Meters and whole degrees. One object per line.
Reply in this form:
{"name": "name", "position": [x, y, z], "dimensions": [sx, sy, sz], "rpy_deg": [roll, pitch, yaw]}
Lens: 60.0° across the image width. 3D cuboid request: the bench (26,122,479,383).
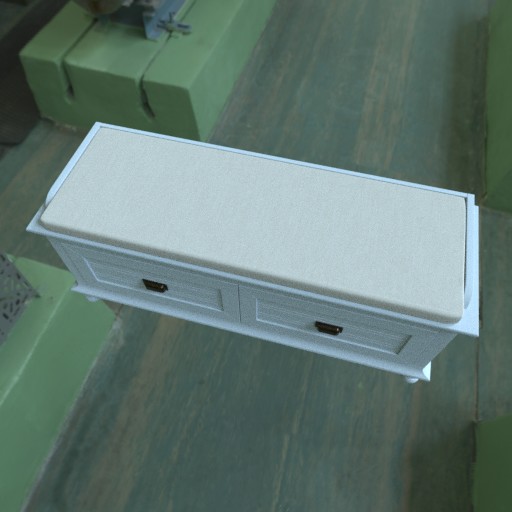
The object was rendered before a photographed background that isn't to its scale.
{"name": "bench", "position": [0.000, 0.000, 1.385], "dimensions": [1.185, 0.486, 0.402], "rpy_deg": [13, 58, 8]}
